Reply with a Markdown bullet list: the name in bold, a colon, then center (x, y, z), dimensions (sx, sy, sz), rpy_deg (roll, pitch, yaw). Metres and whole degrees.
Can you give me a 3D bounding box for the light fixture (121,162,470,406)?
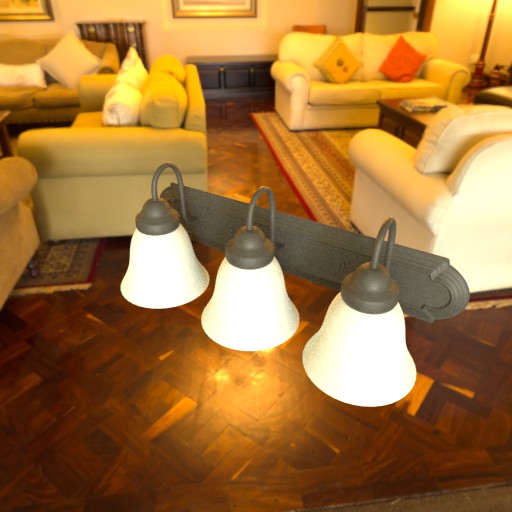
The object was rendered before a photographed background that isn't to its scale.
- **light fixture**: center (0.000, 0.000, 0.702), dimensions (0.610, 0.222, 0.199), rpy_deg (19, 36, 28)
